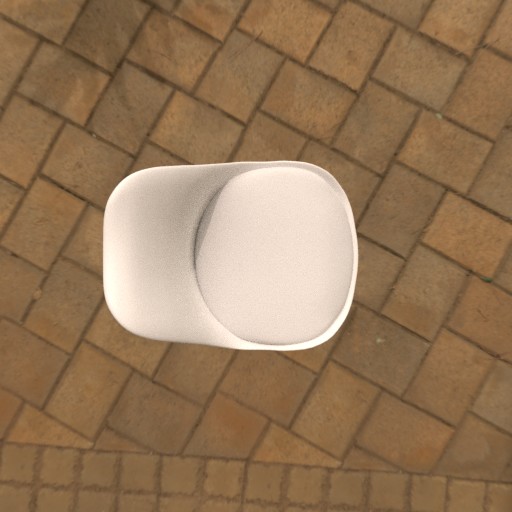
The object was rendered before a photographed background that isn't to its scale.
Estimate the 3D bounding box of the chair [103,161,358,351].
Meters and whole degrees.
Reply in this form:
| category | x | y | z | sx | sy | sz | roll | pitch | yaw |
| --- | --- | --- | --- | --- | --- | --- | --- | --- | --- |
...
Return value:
| category | x | y | z | sx | sy | sz | roll | pitch | yaw |
| --- | --- | --- | --- | --- | --- | --- | --- | --- | --- |
| chair | 0.000 | 0.000 | 1.199 | 0.550 | 0.850 | 0.485 | 0 | 89 | 0 |
